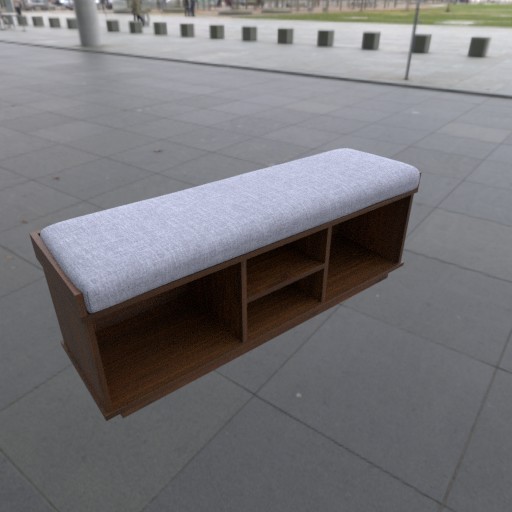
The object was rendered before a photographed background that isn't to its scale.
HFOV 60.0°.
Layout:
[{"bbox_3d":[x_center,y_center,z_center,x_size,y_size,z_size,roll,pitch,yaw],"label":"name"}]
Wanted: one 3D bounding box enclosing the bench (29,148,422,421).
[{"bbox_3d":[0.000,0.000,1.434,1.196,0.468,0.367,-21,37,-32],"label":"bench"}]
